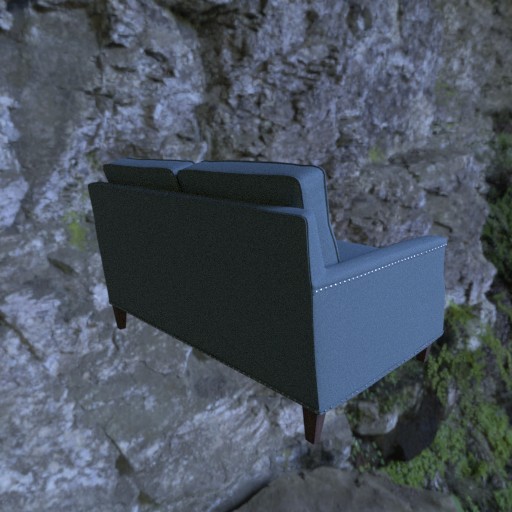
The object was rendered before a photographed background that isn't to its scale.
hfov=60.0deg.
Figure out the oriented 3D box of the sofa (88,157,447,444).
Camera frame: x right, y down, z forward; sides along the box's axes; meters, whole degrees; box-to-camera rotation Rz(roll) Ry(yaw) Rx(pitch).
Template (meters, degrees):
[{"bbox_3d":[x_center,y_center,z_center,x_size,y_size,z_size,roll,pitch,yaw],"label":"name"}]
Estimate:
[{"bbox_3d":[0.000,0.000,2.294,1.084,1.003,1.597,-14,20,-43],"label":"sofa"}]
